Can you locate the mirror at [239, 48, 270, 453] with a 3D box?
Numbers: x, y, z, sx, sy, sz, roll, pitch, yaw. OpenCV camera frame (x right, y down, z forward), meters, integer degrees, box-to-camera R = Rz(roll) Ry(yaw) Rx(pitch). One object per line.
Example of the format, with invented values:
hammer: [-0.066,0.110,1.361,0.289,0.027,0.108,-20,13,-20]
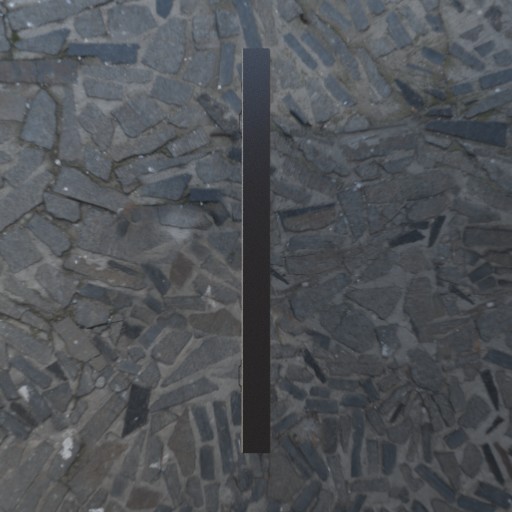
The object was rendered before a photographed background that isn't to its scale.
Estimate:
mirror: [0.000,0.000,0.909,0.040,0.710,0.507,0,88,0]
